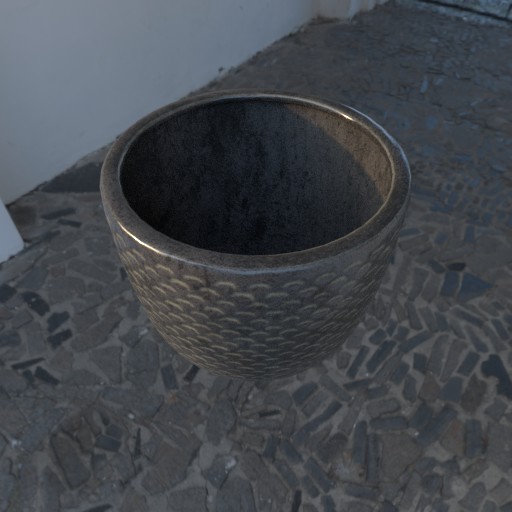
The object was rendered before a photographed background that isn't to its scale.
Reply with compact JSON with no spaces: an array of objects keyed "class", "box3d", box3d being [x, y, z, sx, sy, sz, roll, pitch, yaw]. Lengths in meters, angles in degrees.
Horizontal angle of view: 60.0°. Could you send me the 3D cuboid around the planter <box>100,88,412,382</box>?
[{"class":"planter","box3d":[0.000,0.000,0.305,0.172,0.160,0.172,0,46,0]}]
